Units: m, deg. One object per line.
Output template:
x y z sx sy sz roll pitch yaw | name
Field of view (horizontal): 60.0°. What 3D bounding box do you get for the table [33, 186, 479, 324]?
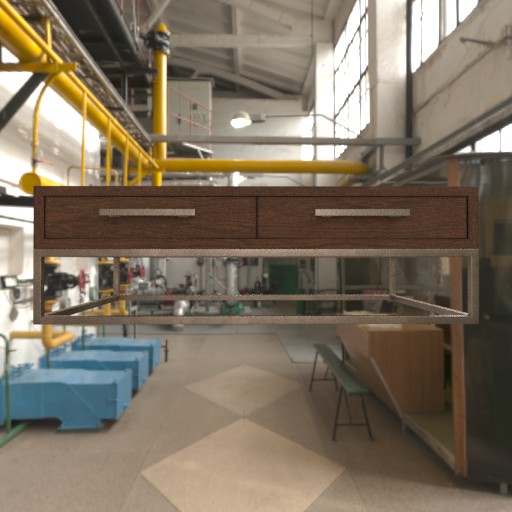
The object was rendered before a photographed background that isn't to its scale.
0.000 0.000 1.496 1.167 0.361 0.719 0 0 -1 | table
